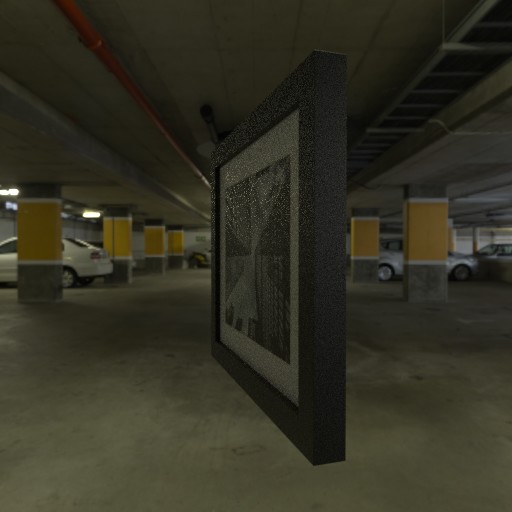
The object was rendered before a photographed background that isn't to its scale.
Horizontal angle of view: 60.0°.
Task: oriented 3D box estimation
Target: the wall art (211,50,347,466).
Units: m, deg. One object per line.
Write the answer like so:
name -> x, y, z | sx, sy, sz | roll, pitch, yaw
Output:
wall art -> 0.000, 0.000, 0.527 | 0.028, 0.321, 0.381 | 0, 1, -18
